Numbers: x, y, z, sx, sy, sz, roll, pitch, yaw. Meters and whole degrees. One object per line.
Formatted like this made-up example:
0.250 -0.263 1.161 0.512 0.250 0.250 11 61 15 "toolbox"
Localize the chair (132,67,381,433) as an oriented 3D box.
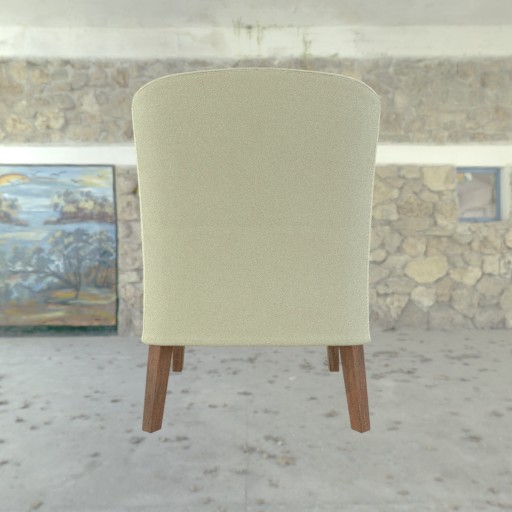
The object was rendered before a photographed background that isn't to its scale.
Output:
0.000 0.000 1.281 0.643 0.822 0.657 0 0 0 "chair"
